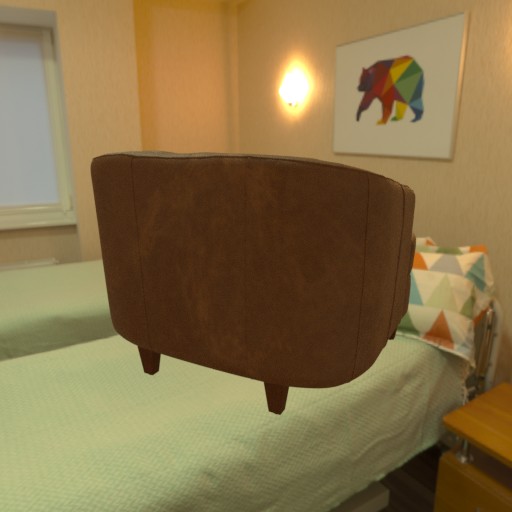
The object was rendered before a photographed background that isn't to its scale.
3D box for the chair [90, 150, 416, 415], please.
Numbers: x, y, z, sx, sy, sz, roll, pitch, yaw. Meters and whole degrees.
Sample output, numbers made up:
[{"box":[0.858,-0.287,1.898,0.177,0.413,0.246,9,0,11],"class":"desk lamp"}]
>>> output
[{"box":[0.000,0.000,1.775,1.119,0.836,0.911,8,17,27],"class":"chair"}]
